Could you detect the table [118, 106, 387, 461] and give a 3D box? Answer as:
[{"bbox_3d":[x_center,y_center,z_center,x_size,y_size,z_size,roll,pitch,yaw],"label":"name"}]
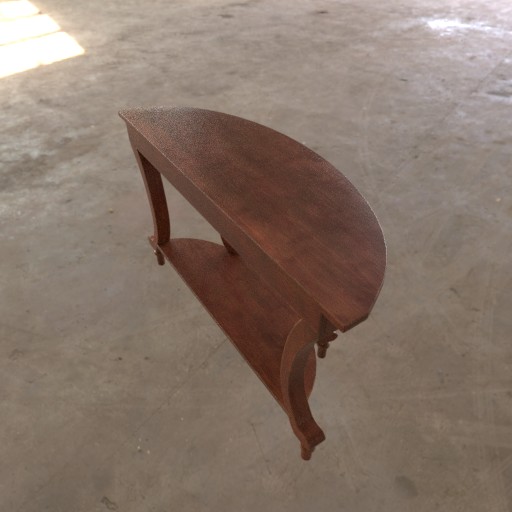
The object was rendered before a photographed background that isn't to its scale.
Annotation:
[{"bbox_3d":[0.000,0.000,1.519,0.394,0.699,1.198,-23,46,-25],"label":"table"}]
